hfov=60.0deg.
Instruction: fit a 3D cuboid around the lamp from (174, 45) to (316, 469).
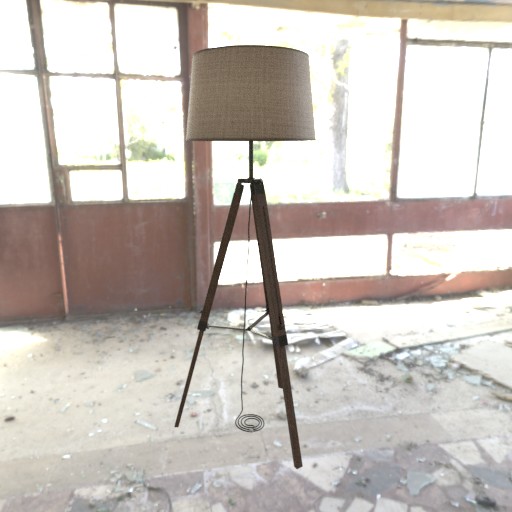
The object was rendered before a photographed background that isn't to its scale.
[{"bbox_3d":[0.000,0.000,1.838,0.604,1.510,0.587,7,15,25],"label":"lamp"}]
